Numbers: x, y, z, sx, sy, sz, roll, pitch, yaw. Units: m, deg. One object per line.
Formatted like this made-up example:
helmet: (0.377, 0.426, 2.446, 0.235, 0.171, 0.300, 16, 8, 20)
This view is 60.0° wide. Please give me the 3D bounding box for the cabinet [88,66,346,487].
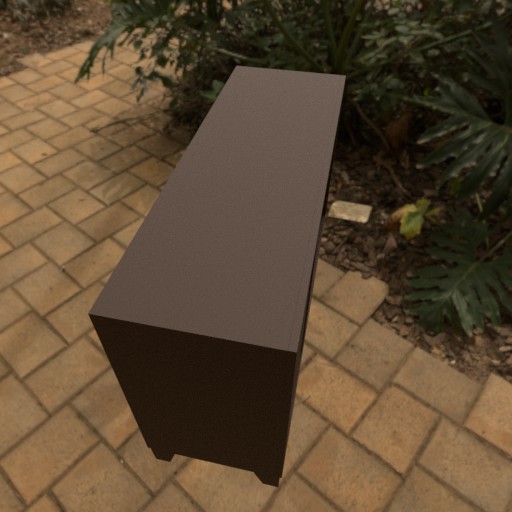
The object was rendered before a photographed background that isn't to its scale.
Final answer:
cabinet: (0.000, 0.000, 1.779, 0.482, 0.914, 1.396, 9, 46, 9)
